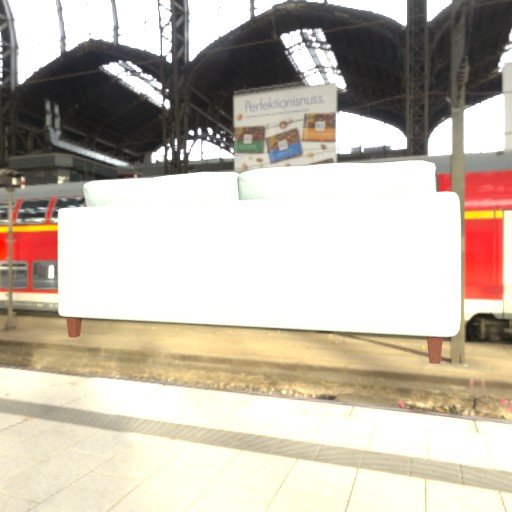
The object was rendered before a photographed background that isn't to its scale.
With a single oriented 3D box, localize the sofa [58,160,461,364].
[{"bbox_3d":[0.000,0.000,2.715,2.208,0.965,0.951,0,0,19],"label":"sofa"}]
